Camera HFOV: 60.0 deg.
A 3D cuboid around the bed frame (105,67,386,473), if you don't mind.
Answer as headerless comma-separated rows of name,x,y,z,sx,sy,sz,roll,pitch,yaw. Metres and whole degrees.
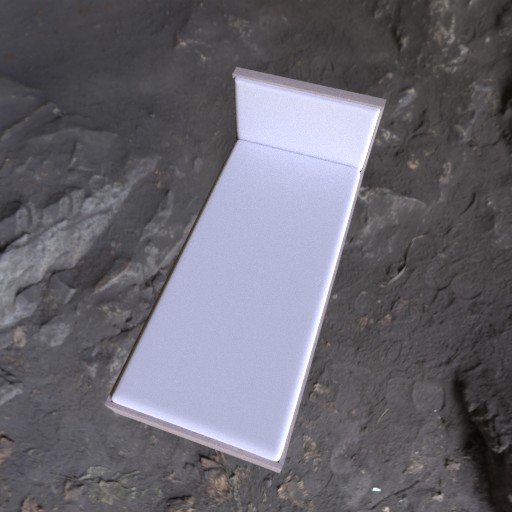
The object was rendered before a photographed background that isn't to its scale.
bed frame,0.000,0.000,2.711,0.990,0.920,2.140,16,61,9
